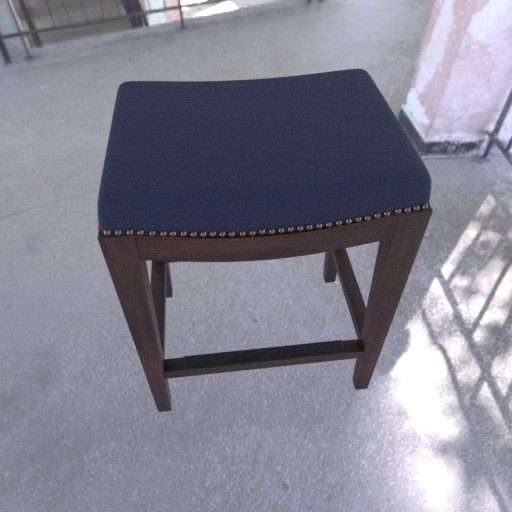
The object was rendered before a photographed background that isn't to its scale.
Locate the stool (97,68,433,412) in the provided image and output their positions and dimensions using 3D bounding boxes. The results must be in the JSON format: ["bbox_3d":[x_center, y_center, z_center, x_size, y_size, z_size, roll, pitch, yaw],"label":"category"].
[{"bbox_3d":[0.000,0.000,0.938,0.500,0.642,0.361,-5,48,-4],"label":"stool"}]
